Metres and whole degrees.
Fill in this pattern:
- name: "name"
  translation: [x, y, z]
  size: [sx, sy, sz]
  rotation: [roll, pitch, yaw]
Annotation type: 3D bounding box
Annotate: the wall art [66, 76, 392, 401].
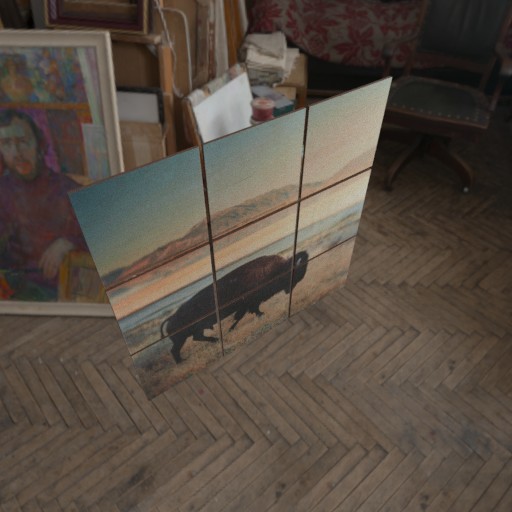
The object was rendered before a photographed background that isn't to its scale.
- name: "wall art"
  translation: [0.000, 0.000, 2.333]
  size: [1.533, 1.532, 0.019]
  rotation: [-27, 52, -23]
